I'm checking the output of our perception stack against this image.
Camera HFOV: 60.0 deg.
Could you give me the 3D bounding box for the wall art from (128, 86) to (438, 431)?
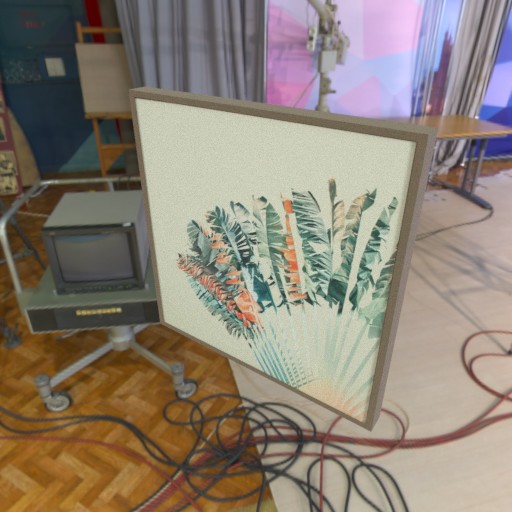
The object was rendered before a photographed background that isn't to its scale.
[{"bbox_3d":[0.000,0.000,0.771,0.508,0.506,0.038,19,35,30],"label":"wall art"}]
